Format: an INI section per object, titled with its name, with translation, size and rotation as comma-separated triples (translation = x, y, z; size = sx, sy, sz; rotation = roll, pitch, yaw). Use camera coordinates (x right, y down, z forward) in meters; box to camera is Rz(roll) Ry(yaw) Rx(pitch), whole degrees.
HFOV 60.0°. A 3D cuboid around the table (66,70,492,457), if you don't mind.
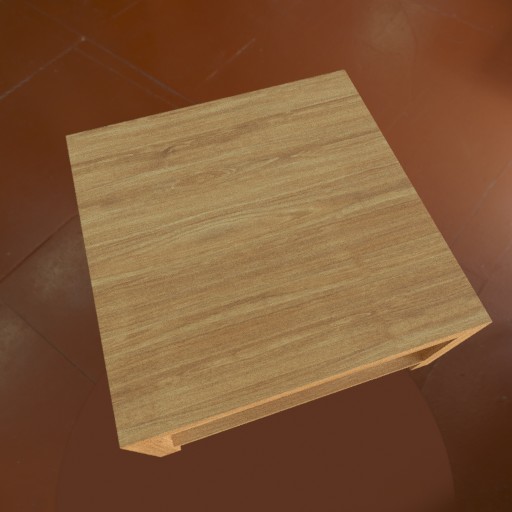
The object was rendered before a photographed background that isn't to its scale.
[table]
translation = 0.000, 0.000, 1.393
size = 0.900, 0.450, 0.900
rotation = -16, 65, -8
